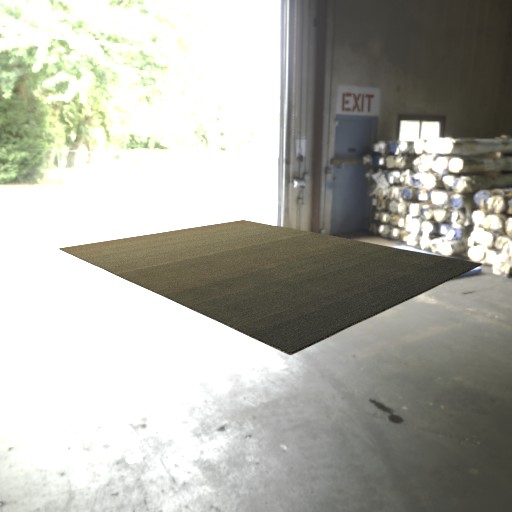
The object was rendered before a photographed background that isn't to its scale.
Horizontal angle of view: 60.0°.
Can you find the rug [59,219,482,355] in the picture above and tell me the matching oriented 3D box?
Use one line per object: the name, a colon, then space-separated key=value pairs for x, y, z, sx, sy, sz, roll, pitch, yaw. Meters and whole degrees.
rug: x=0.000 y=0.000 z=3.871 sx=2.315 sy=0.015 sz=2.932 roll=-13 pitch=19 yaw=-42
